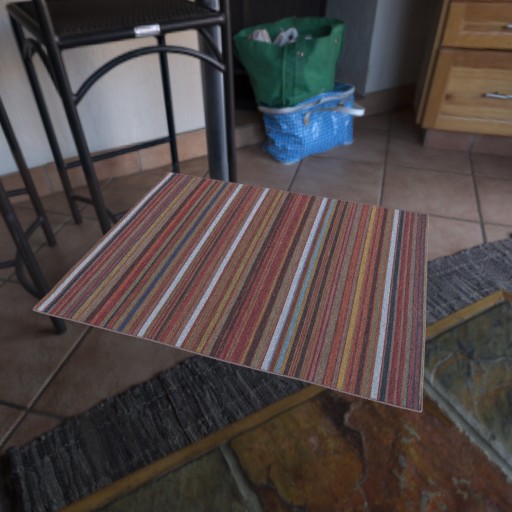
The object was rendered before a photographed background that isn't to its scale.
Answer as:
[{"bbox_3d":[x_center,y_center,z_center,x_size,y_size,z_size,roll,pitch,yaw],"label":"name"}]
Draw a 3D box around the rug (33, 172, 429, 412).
[{"bbox_3d":[0.000,0.000,4.186,3.092,0.023,2.479,12,40,14],"label":"rug"}]
